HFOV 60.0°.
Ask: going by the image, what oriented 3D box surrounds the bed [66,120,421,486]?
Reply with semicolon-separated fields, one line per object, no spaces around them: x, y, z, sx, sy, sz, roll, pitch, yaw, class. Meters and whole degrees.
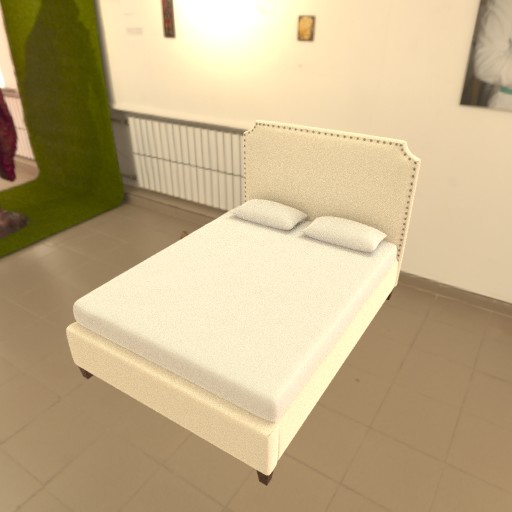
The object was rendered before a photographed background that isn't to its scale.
0.000;0.000;3.443;1.712;1.497;2.372;17;34;28;bed
